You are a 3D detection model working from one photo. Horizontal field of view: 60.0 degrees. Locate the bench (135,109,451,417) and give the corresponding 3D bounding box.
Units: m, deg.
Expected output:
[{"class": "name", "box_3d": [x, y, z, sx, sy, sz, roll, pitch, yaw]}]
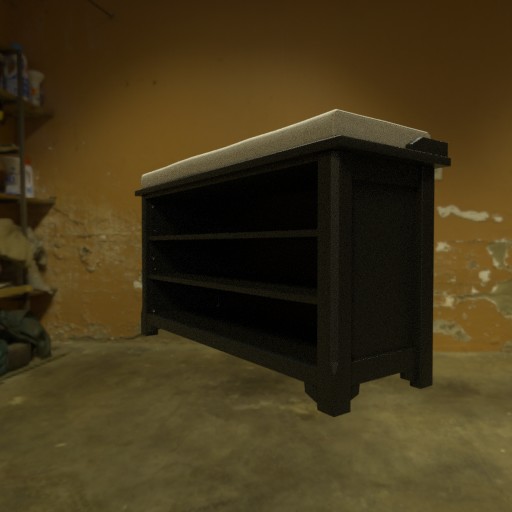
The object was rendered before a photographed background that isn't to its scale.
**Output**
[{"class": "bench", "box_3d": [0.000, 0.000, 1.262, 0.345, 0.561, 0.973, -1, 2, -36]}]
